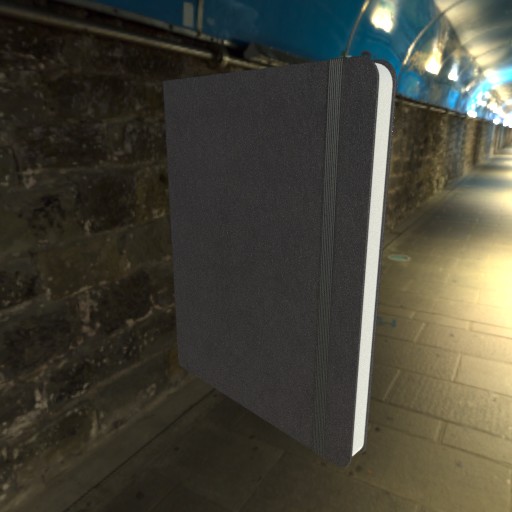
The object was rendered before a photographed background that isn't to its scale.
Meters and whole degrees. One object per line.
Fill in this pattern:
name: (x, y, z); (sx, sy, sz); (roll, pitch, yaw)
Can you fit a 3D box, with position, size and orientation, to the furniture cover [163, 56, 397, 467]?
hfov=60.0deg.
furniture cover: (0.000, 0.000, 0.362); (0.023, 0.281, 0.216); (-15, 22, -42)
